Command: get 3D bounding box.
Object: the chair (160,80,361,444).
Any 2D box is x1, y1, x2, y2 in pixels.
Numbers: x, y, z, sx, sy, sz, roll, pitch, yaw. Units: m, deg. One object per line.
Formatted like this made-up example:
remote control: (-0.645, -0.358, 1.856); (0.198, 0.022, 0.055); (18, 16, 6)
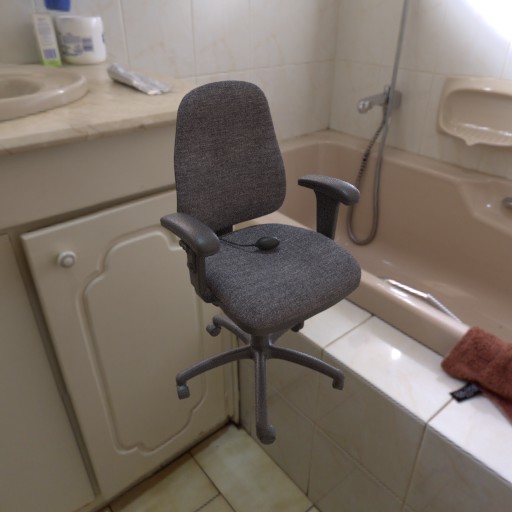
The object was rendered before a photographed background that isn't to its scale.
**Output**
chair: (0.000, 0.000, 1.277); (0.550, 0.910, 0.530); (-21, 36, -31)
